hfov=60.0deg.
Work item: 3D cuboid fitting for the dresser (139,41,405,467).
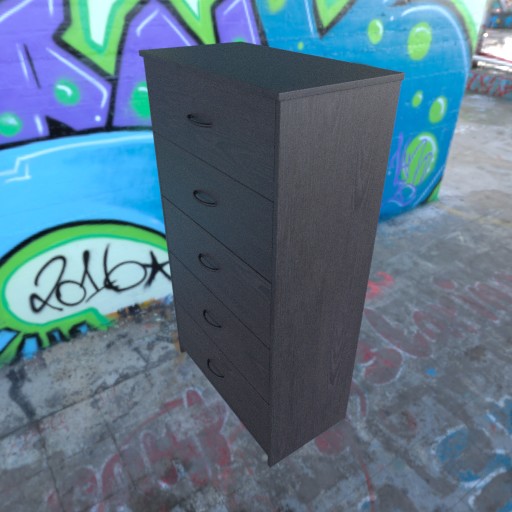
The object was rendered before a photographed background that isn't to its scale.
[{"bbox_3d":[0.000,0.000,1.532,0.418,1.254,0.704,-20,38,-29],"label":"dresser"}]
